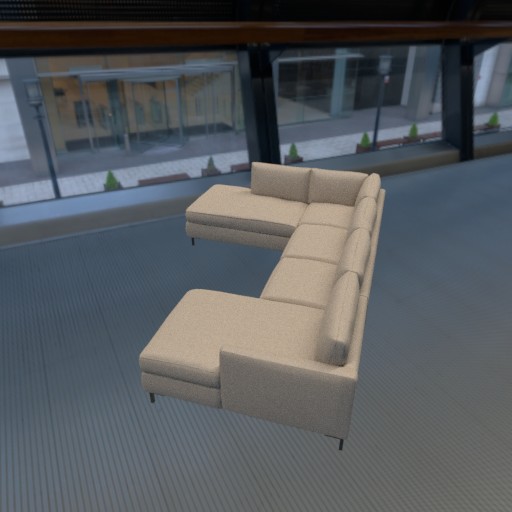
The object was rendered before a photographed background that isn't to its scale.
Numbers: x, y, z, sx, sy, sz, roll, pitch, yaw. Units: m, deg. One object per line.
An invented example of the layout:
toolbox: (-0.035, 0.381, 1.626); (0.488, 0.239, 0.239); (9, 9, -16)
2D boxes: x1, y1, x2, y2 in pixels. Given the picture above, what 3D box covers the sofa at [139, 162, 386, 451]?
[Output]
sofa: (0.000, 0.000, 3.626); (1.879, 0.756, 2.737); (9, 31, 15)
